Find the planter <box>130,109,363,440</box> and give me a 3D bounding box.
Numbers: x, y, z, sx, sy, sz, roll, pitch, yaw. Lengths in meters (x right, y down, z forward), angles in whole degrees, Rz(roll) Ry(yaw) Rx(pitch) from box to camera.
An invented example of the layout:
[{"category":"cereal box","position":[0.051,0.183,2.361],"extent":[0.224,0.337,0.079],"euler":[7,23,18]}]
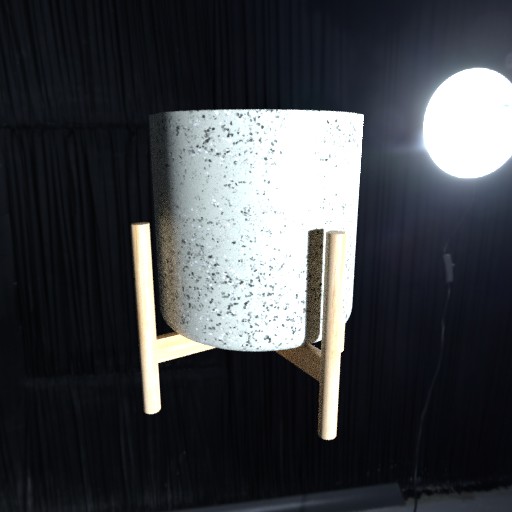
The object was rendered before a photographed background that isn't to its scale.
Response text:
[{"category":"planter","position":[0.000,0.000,0.697],"extent":[0.360,0.419,0.360],"euler":[-2,15,-9]}]
